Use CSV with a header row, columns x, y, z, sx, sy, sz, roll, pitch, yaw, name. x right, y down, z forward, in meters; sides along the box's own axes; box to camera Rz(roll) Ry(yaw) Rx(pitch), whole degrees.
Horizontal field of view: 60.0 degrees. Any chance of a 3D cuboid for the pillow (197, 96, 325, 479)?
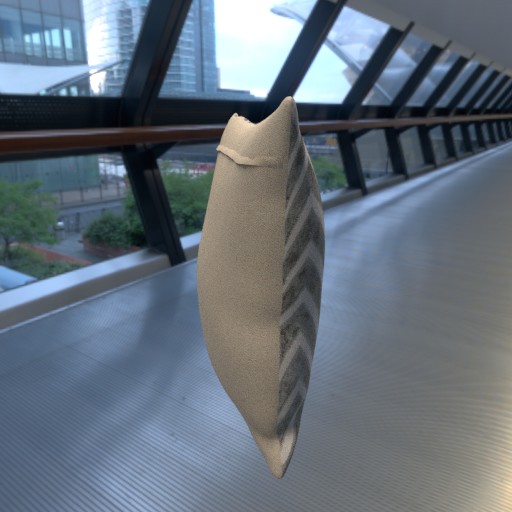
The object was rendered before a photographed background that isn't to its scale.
x,y,z,sx,sy,sz,roll,pitch,yaw,name
0.000,0.000,0.682,0.182,0.441,0.440,-3,17,-9,pillow
